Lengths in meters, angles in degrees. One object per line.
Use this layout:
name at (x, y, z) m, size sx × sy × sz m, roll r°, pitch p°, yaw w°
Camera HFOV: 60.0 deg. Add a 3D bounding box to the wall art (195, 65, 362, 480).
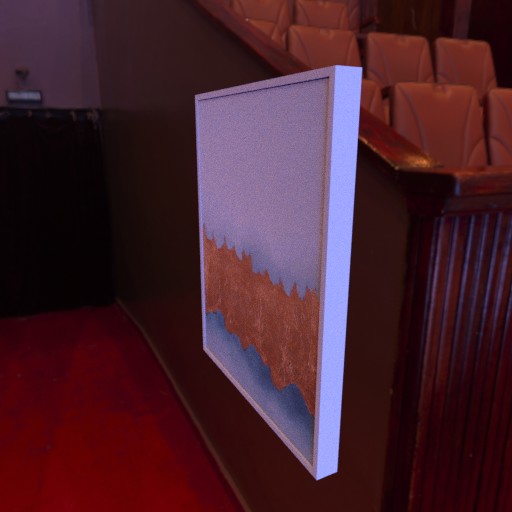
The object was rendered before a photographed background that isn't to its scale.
wall art at (0.000, 0.000, 0.764) m, size 0.039 × 0.553 × 0.451 m, roll -8°, pitch 17°, yaw -26°
